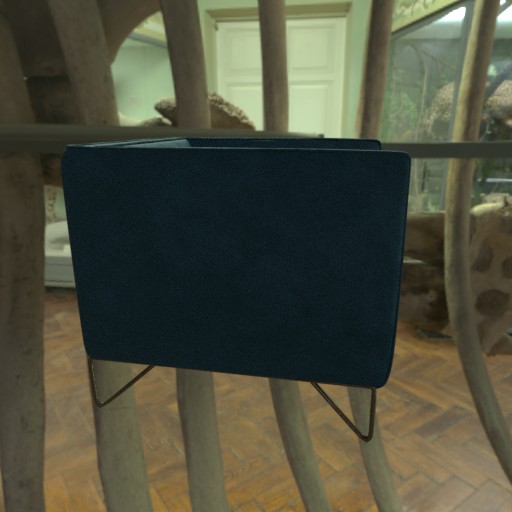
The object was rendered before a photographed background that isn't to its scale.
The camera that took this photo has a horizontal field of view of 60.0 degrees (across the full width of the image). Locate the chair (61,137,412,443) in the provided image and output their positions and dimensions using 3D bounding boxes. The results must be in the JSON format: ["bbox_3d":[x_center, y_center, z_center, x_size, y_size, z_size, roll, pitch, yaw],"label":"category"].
[{"bbox_3d":[0.000,0.000,1.563,0.894,0.790,0.880,3,17,10],"label":"chair"}]
